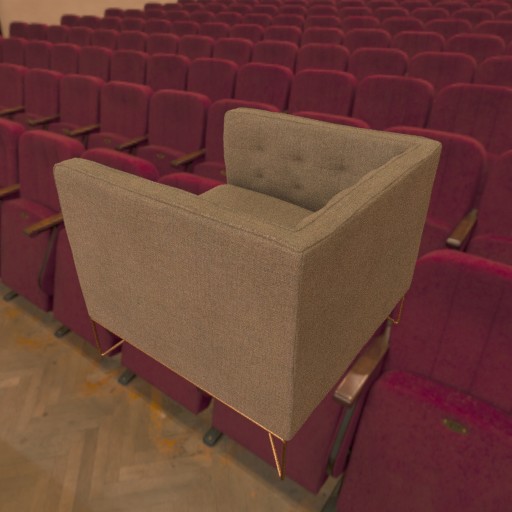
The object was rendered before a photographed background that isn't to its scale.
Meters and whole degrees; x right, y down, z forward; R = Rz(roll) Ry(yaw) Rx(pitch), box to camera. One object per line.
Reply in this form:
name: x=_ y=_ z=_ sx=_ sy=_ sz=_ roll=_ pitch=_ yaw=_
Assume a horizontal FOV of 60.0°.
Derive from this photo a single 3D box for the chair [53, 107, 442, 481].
chair: x=0.000 y=0.000 z=1.607 sx=0.912 sy=0.799 sz=0.920 roll=22 pitch=38 yaw=31
